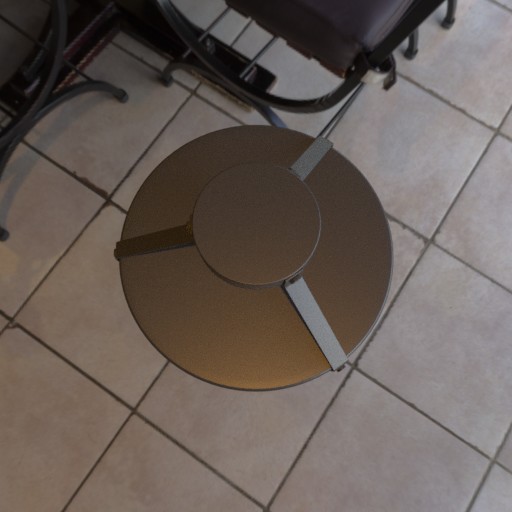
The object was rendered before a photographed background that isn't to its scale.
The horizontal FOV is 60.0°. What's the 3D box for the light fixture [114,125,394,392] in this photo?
[{"bbox_3d":[0.000,0.000,0.526,0.304,0.269,0.304,0,77,0],"label":"light fixture"}]
